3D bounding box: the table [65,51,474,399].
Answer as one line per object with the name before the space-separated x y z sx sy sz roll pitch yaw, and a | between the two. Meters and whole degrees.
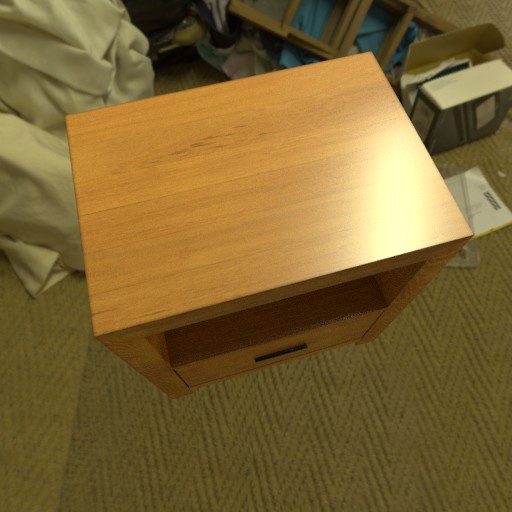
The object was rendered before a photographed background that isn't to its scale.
table | 0.000 0.000 0.962 0.550 0.605 0.400 -14 66 -7
